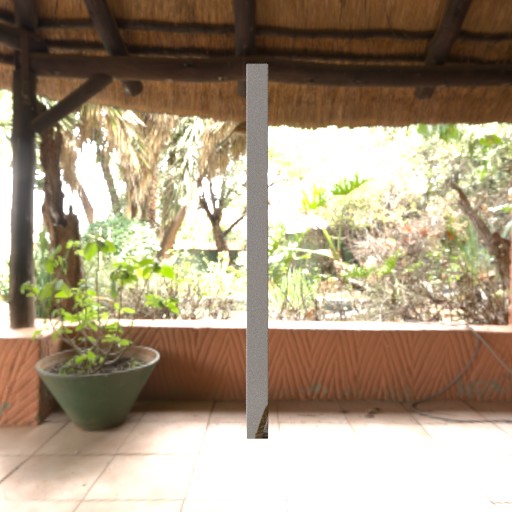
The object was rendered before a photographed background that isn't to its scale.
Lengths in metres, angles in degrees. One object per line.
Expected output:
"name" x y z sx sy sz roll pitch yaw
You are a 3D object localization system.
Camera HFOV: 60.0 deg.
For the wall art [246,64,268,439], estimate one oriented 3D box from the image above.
"wall art" 0.000 0.000 1.157 0.038 0.601 0.898 0 -1 0
